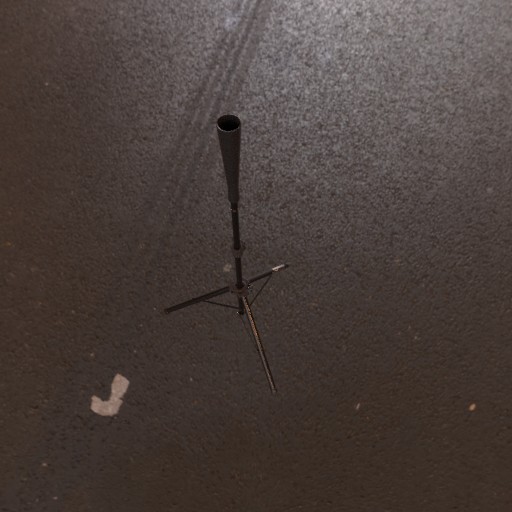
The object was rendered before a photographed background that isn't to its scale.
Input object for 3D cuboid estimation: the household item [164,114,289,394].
[{"bbox_3d":[0.000,0.000,1.387,0.559,1.067,0.559,-34,65,-19],"label":"household item"}]
